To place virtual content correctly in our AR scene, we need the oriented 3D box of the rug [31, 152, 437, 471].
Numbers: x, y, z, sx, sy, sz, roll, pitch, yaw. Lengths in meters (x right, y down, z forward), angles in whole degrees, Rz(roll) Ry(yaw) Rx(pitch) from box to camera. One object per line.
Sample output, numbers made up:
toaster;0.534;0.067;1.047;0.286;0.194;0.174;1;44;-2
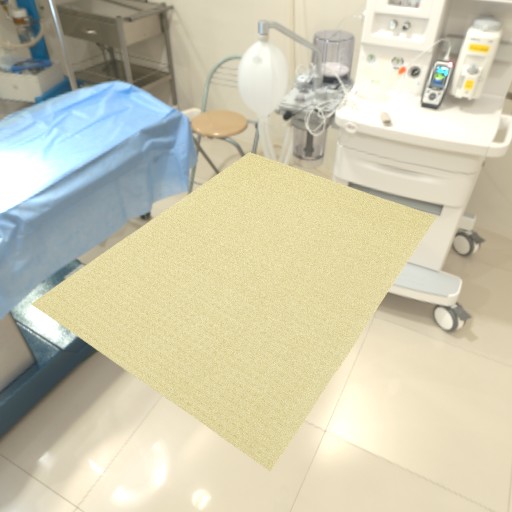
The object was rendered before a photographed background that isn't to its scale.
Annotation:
rug;0.000;0.000;4.238;2.452;0.016;3.204;25;48;25
